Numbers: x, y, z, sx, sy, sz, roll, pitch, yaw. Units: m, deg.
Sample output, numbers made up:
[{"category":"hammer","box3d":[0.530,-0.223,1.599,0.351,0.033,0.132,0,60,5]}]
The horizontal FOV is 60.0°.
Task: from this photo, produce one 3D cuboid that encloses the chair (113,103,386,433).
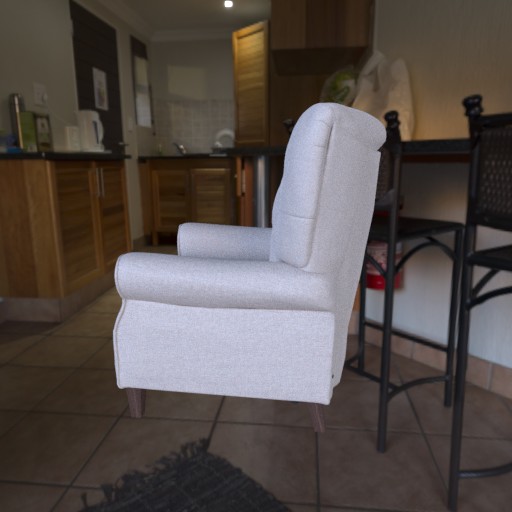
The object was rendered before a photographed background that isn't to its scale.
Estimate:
[{"category":"chair","box3d":[0.000,0.000,1.921,1.025,1.209,0.942,2,13,8]}]
